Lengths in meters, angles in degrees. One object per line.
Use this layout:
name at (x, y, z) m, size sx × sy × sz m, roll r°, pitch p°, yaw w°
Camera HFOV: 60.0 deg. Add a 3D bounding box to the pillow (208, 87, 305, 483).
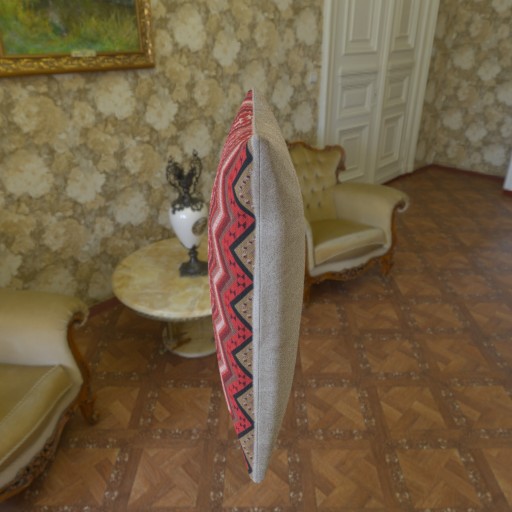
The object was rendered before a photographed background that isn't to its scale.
pillow at (0.000, 0.000, 0.770) m, size 0.158 × 0.511 × 0.513 m, roll 0°, pitch 26°, yaw -1°
